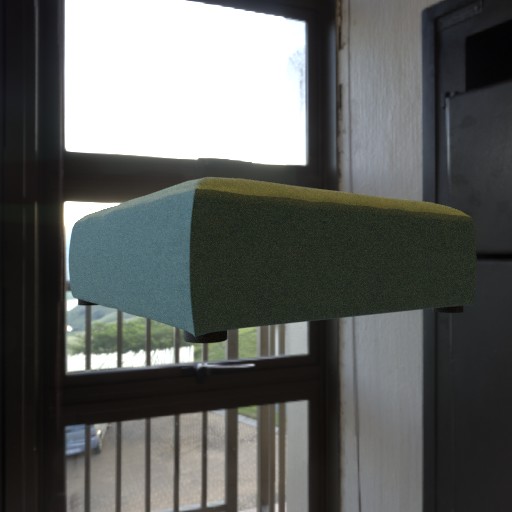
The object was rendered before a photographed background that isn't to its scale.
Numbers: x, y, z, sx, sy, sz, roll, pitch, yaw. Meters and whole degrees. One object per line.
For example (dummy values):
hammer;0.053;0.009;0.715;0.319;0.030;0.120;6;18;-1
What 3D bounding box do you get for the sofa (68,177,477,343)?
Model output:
sofa;0.000;0.000;1.416;0.930;0.330;0.930;0;-1;-35
